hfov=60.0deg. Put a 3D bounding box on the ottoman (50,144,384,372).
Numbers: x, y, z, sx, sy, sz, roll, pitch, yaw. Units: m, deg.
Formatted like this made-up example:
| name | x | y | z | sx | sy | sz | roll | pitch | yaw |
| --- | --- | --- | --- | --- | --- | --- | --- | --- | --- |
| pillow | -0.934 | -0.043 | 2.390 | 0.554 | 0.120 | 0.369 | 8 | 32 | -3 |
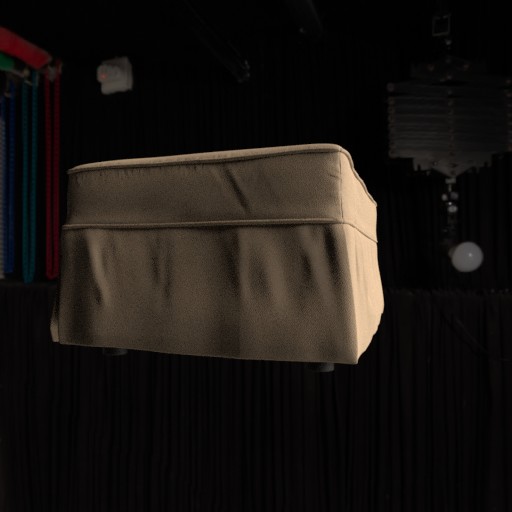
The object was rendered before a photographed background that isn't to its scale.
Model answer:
| name | x | y | z | sx | sy | sz | roll | pitch | yaw |
| --- | --- | --- | --- | --- | --- | --- | --- | --- | --- |
| ottoman | 0.000 | 0.000 | 1.327 | 0.721 | 0.482 | 0.959 | 0 | -1 | 19 |
